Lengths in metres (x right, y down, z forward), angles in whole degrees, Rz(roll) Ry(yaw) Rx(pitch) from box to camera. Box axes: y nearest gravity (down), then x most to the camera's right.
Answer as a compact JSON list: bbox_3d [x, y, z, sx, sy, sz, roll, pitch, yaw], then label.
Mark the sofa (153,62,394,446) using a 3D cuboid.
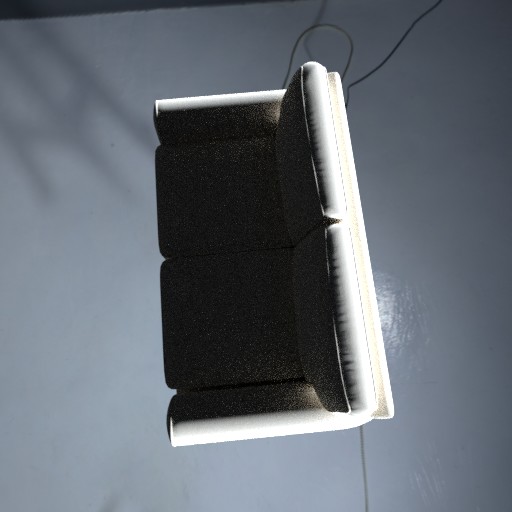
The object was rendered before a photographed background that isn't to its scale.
[{"bbox_3d":[0.000,0.000,2.305,0.991,0.940,1.727,-5,76,-1],"label":"sofa"}]
